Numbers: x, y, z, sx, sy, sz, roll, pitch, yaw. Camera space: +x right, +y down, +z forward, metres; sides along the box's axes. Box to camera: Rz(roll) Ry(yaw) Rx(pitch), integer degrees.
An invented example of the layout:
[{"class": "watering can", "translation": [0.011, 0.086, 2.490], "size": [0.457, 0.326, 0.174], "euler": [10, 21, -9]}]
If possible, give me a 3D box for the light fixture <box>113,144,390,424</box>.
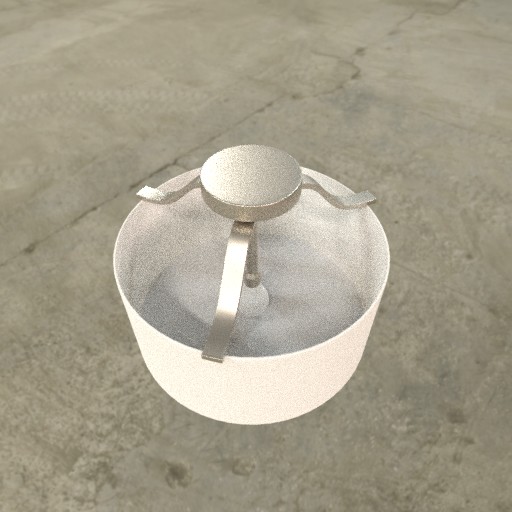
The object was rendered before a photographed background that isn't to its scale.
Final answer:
[{"class": "light fixture", "translation": [0.000, 0.000, 0.654], "size": [0.395, 0.304, 0.395], "euler": [0, 47, 0]}]
